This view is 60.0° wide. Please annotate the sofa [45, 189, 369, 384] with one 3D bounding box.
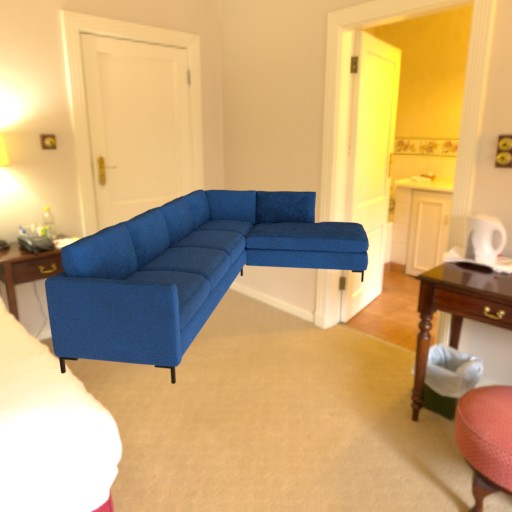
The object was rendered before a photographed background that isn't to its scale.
[{"bbox_3d":[0.000,0.000,3.229,1.707,0.687,2.486,3,16,9],"label":"sofa"}]
